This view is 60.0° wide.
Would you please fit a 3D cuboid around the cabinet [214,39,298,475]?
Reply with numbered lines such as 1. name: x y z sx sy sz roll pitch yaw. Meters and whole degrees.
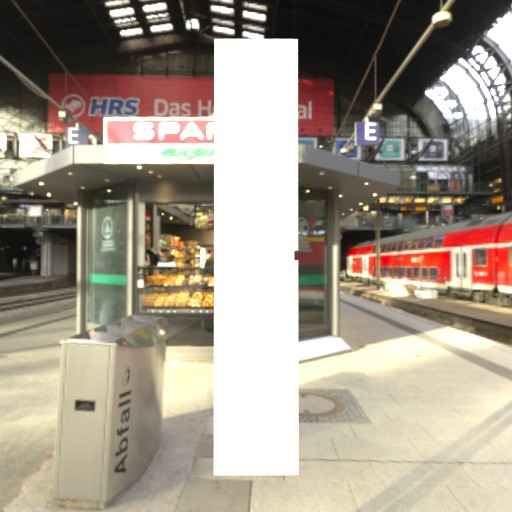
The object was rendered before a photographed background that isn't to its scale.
1. cabinet: 0.000 0.000 1.573 0.269 1.400 0.300 0 -1 0
